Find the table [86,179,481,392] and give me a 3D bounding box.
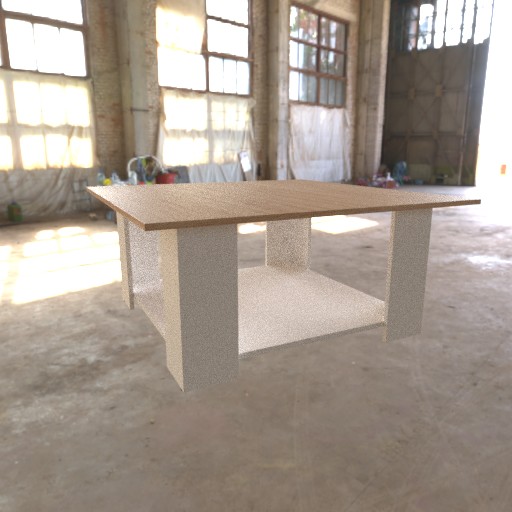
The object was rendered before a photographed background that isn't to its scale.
[{"bbox_3d":[0.000,0.000,1.064,0.670,0.305,0.670,-7,15,-26],"label":"table"}]
